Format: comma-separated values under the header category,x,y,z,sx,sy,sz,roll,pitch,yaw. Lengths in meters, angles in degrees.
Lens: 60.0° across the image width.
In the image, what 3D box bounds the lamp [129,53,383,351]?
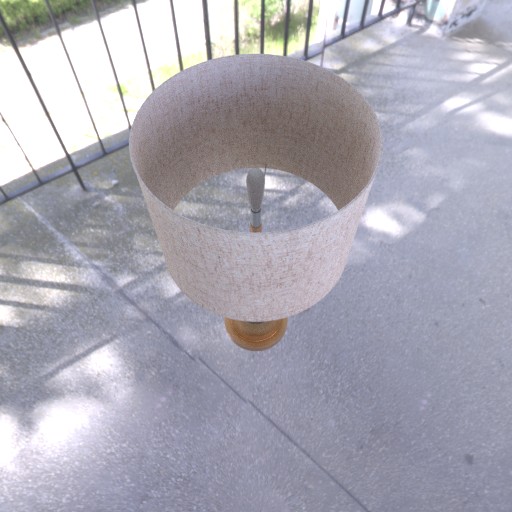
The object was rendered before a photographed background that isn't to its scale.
category,x,y,z,sx,sy,sz,roll,pitch,yaw
lamp,0.000,0.000,0.825,0.321,0.610,0.321,-32,64,-18
